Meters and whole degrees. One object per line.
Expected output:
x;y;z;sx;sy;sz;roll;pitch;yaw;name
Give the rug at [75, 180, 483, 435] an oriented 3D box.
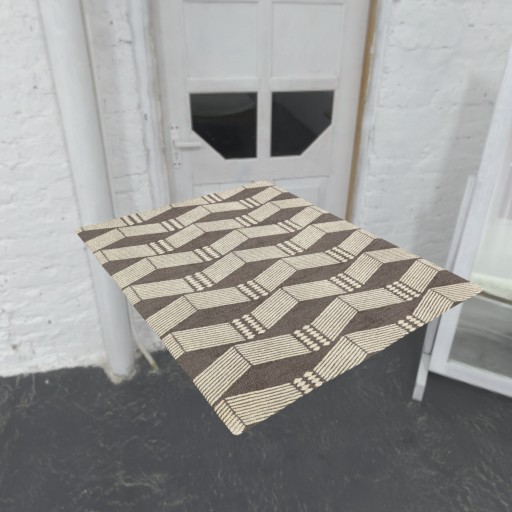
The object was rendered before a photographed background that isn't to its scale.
0.000;0.000;4.094;2.438;0.016;3.048;-20;36;-30;rug
